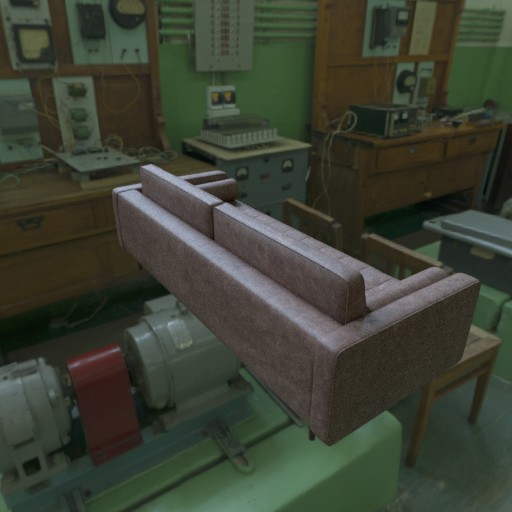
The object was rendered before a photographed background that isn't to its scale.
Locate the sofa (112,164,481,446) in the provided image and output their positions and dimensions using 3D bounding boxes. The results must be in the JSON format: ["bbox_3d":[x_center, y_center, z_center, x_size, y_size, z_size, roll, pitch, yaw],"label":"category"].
[{"bbox_3d":[0.000,0.000,2.580,0.914,0.762,2.210,-17,31,-31],"label":"sofa"}]
